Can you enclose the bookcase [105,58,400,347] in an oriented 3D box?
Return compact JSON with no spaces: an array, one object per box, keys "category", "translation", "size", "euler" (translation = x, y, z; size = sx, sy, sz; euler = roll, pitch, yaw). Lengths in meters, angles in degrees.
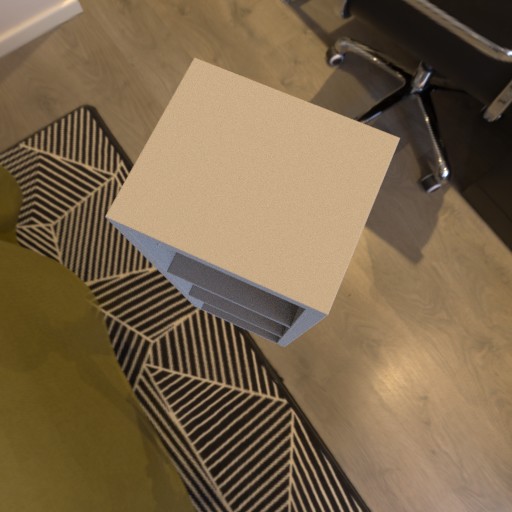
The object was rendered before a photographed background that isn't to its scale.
[{"category":"bookcase","translation":[0.000,0.000,1.260],"size":[0.390,1.080,0.330],"euler":[23,77,6]}]
